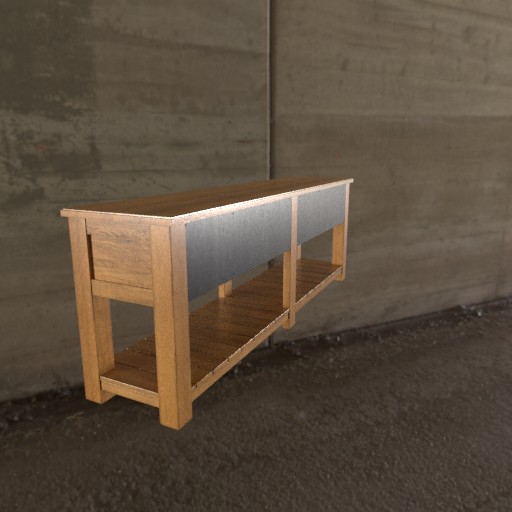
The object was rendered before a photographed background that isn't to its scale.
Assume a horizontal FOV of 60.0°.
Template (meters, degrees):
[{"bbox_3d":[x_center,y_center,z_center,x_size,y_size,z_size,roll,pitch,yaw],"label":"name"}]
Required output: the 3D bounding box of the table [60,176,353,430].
[{"bbox_3d":[0.000,0.000,2.094,0.425,0.635,1.815,7,15,26],"label":"table"}]
